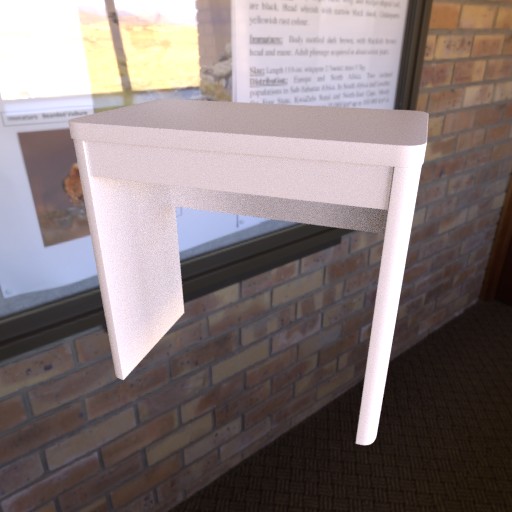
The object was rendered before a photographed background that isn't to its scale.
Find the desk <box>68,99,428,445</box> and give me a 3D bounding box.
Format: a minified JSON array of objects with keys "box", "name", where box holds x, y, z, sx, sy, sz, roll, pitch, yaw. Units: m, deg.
[{"box":[0.000,0.000,1.247,0.790,0.760,0.446,9,28,18],"name":"desk"}]
